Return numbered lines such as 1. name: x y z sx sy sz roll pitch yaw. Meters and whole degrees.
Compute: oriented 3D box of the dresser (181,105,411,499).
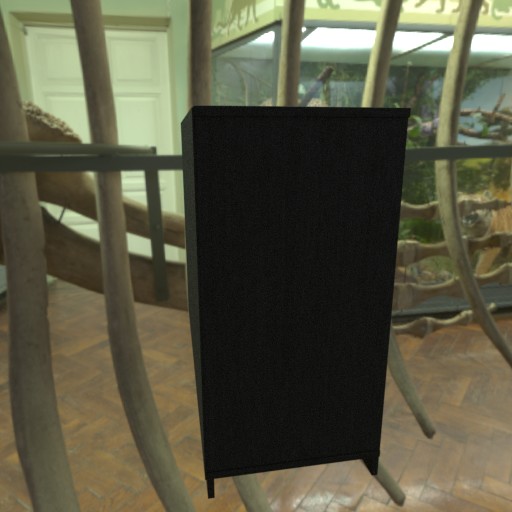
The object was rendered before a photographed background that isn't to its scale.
1. dresser: 0.000 0.000 1.366 0.404 0.816 0.994 -3 15 -10
